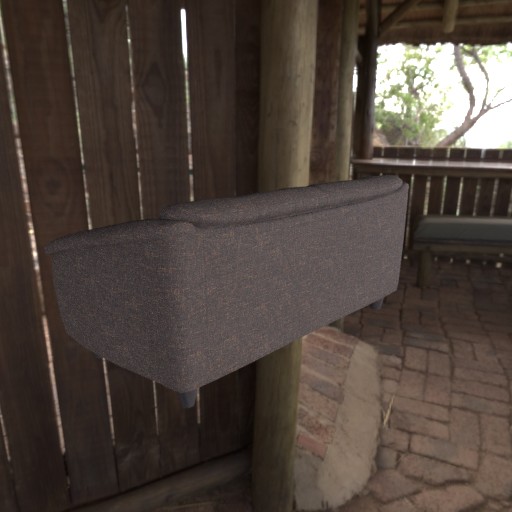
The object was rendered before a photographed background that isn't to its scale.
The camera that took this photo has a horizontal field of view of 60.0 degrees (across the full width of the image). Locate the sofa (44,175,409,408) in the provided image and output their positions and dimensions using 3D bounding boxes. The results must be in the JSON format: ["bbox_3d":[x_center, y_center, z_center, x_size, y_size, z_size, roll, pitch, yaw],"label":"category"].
[{"bbox_3d":[0.000,0.000,2.295,1.849,0.790,0.887,-15,22,-42],"label":"sofa"}]
